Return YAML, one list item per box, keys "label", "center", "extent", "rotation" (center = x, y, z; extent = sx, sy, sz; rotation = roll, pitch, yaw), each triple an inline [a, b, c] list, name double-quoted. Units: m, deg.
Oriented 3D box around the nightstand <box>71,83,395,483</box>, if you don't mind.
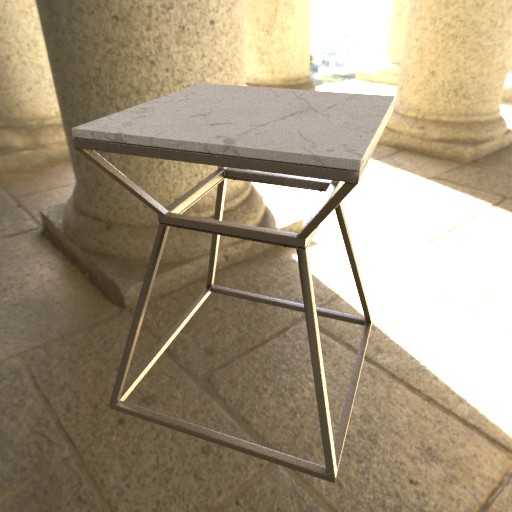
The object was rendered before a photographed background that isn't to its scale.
- label: "nightstand"
  center: [0.000, 0.000, 0.864]
  extent: [0.455, 0.554, 0.455]
  rotation: [11, 32, 18]
